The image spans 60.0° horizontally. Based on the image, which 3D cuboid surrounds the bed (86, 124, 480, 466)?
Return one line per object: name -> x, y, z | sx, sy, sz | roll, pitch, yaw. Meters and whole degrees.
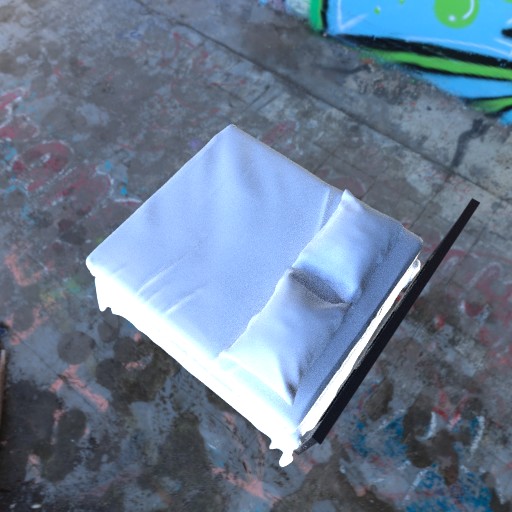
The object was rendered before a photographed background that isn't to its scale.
bed -> 0.000, 0.000, 3.128 | 2.050, 1.270, 1.870 | 35, 68, 16
